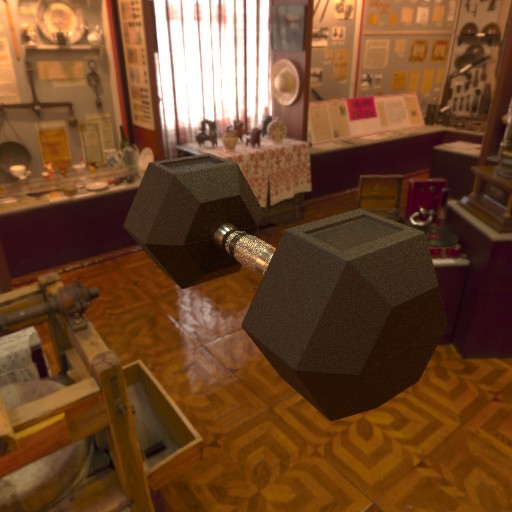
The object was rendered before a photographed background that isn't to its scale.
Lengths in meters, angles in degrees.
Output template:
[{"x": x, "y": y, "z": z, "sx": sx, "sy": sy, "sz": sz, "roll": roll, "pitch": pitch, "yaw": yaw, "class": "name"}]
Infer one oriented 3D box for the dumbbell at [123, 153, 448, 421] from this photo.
[{"x": 0.000, "y": 0.000, "z": 0.439, "sx": 0.157, "sy": 0.137, "sz": 0.361, "roll": -17, "pitch": 31, "yaw": -32, "class": "dumbbell"}]
